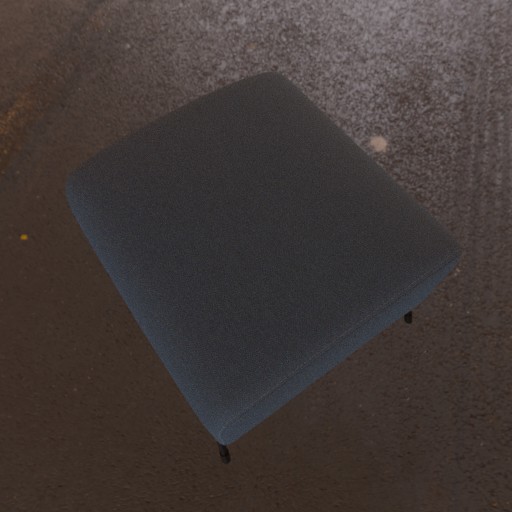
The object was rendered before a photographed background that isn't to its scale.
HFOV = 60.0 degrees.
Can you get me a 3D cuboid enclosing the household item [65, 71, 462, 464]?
[{"bbox_3d":[0.000,0.000,0.878,0.530,0.420,0.530,-32,67,-15],"label":"household item"}]
